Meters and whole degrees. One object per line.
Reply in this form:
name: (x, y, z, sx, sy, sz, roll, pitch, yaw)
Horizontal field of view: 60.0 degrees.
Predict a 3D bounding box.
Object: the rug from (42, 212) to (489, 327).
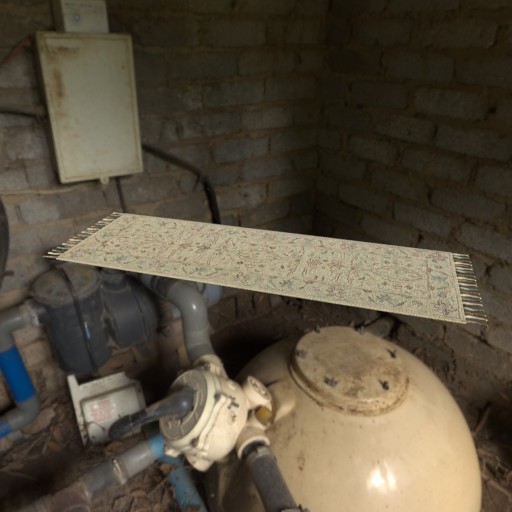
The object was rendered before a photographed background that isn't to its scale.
rug: (0.000, 0.000, 2.650, 2.440, 0.013, 0.769, 8, 28, 15)
